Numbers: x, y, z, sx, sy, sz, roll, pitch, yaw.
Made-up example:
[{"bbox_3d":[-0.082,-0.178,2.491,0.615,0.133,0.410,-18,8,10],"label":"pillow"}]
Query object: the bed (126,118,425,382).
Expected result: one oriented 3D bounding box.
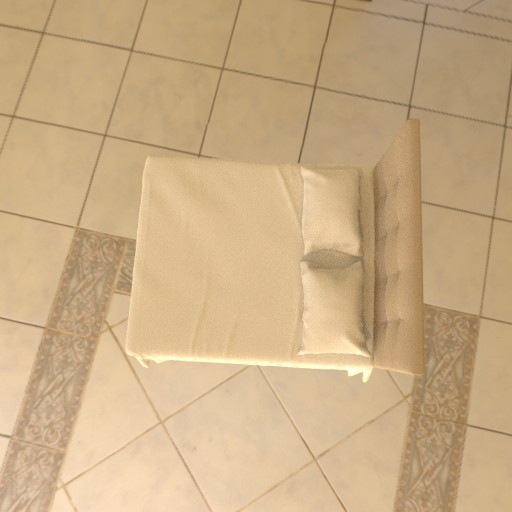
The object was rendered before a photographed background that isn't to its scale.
[{"bbox_3d":[0.000,0.000,3.494,2.222,1.577,1.936,3,79,1],"label":"bed"}]
